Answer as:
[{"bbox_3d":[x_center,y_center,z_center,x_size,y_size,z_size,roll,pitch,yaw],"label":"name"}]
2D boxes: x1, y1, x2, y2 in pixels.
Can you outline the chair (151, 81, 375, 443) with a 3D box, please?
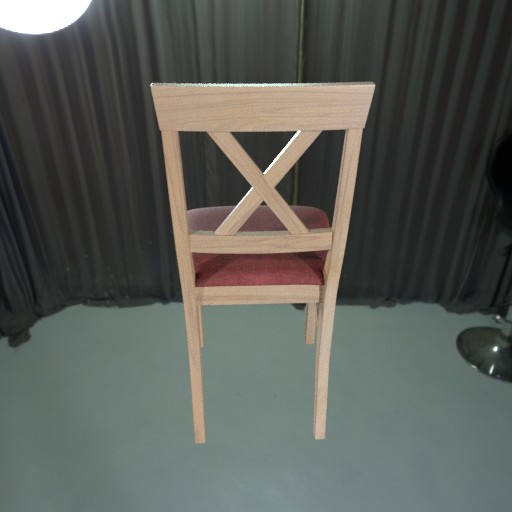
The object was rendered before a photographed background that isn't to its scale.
[{"bbox_3d":[0.000,0.000,1.151,0.439,0.912,0.492,-1,30,-2],"label":"chair"}]
